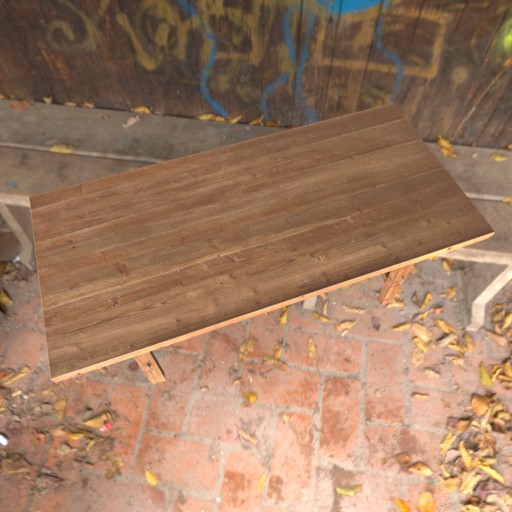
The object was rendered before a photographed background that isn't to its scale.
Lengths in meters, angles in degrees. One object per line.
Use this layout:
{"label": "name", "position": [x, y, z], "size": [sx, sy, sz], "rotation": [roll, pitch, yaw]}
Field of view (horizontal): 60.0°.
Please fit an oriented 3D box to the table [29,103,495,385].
{"label": "table", "position": [0.000, 0.000, 2.420], "size": [2.003, 0.760, 0.952], "rotation": [-17, 60, -10]}
